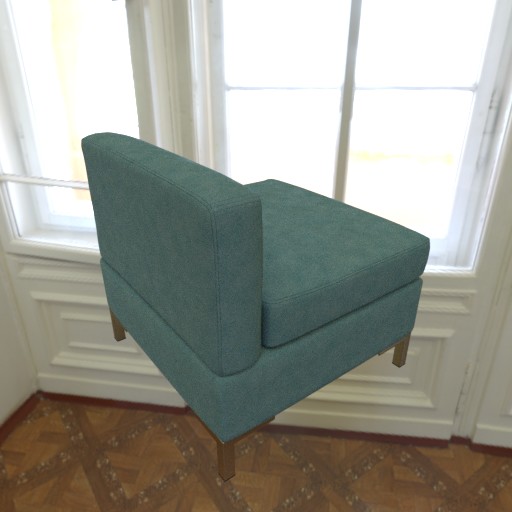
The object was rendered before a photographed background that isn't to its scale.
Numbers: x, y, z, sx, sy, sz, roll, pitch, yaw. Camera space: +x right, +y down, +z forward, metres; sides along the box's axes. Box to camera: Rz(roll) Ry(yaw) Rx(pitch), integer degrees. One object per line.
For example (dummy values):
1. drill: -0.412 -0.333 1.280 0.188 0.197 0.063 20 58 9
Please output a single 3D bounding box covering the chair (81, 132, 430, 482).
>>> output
1. chair: 0.000 0.000 1.238 0.685 0.660 0.684 -19 32 -33
